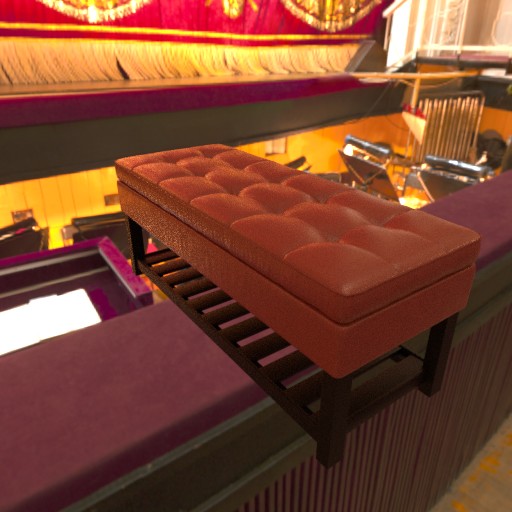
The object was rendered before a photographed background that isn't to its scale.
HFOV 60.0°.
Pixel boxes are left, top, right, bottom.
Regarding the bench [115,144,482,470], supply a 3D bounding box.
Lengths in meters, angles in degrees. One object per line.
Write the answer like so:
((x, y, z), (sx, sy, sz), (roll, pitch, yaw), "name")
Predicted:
((0.000, 0.000, 1.329), (0.432, 0.460, 1.105), (-18, 32, -32), "bench")
